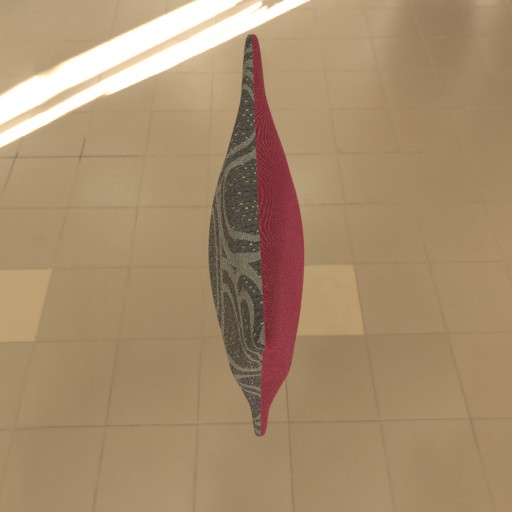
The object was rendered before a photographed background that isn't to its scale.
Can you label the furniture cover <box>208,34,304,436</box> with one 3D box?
[{"bbox_3d":[0.000,0.000,0.778,0.163,0.513,0.514,-1,58,-1],"label":"furniture cover"}]
